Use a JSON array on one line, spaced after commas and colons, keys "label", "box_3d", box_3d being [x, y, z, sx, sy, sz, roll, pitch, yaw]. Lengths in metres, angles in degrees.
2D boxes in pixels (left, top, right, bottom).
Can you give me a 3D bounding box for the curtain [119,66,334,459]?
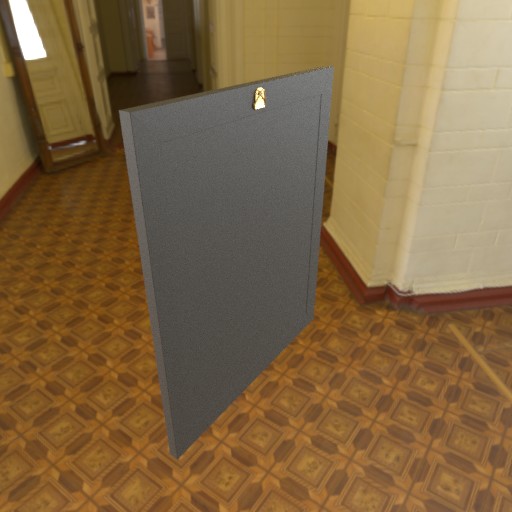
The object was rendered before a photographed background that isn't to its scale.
[{"label": "curtain", "box_3d": [0.000, 0.000, 0.796, 0.027, 0.585, 0.483, 19, 35, 30]}]
